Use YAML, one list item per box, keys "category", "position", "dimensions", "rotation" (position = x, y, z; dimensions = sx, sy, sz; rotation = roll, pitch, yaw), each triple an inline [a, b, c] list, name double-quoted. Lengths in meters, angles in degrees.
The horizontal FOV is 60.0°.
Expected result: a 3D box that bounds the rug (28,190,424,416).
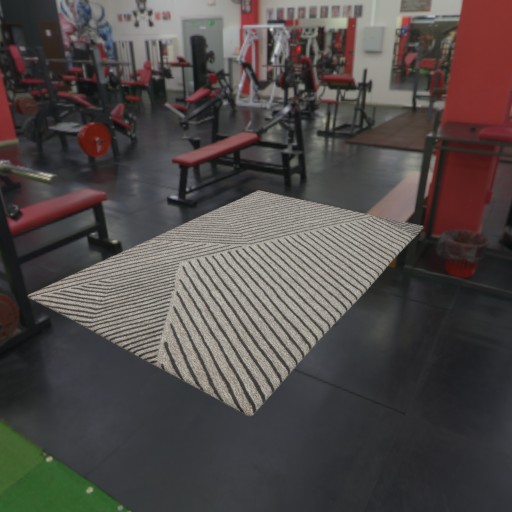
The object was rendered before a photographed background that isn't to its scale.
- category: "rug"
  position: [0.000, 0.000, 2.352]
  dimensions: [1.237, 0.019, 1.842]
  rotation: [17, 31, 31]
